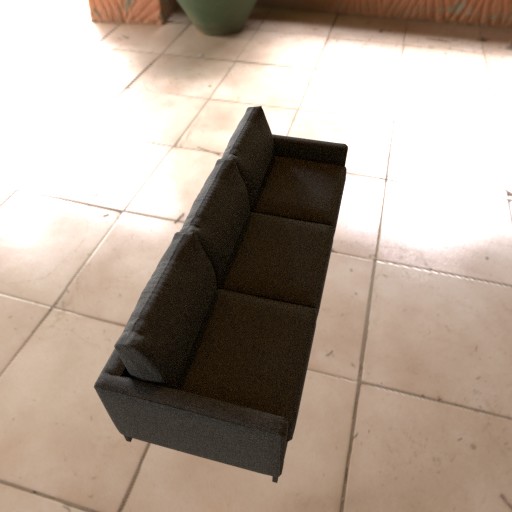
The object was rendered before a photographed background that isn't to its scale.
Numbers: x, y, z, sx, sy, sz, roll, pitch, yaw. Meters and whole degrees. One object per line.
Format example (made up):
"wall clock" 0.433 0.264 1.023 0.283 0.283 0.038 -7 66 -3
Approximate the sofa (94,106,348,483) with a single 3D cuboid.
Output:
"sofa" 0.000 0.000 2.702 0.876 0.879 2.253 11 47 10
